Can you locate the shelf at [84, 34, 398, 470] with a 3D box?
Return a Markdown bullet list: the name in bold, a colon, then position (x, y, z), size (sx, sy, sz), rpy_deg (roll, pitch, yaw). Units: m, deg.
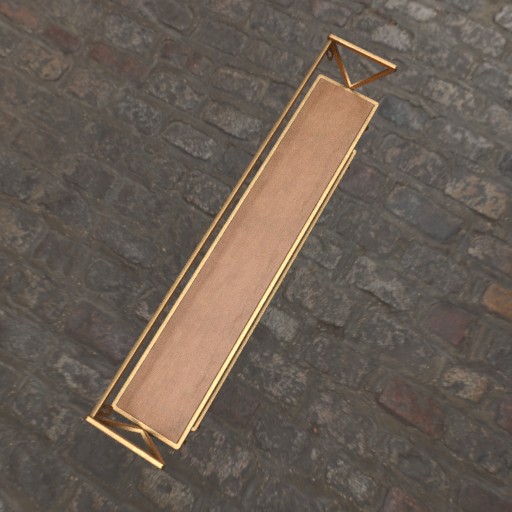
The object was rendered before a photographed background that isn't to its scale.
- **shelf**: position (0.000, 0.000, 0.988), size (0.150, 0.450, 0.822), rpy_deg (30, 78, 7)
